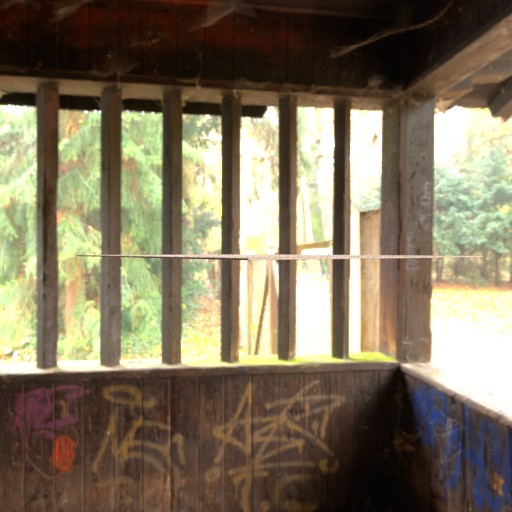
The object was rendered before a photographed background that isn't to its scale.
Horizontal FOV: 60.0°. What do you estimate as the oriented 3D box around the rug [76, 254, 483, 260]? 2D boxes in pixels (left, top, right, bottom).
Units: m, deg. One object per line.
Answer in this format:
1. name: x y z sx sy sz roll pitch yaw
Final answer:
1. rug: 0.000 0.000 4.139 2.406 0.012 3.034 0 1 -37
